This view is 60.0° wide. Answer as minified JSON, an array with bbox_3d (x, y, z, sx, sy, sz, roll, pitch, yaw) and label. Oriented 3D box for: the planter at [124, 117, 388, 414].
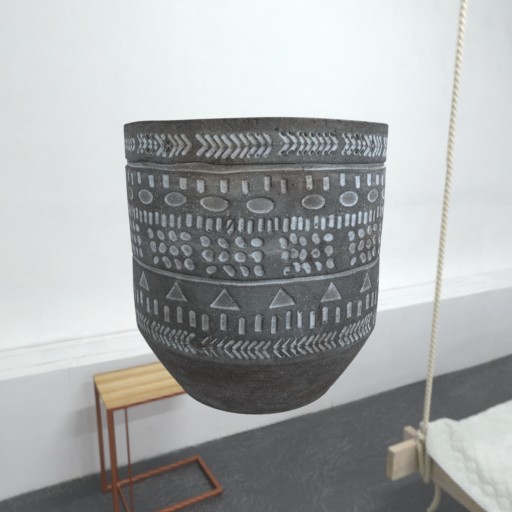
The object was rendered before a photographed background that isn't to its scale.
[{"bbox_3d":[0.000,0.000,0.262,0.142,0.149,0.142,0,14,0],"label":"planter"}]
